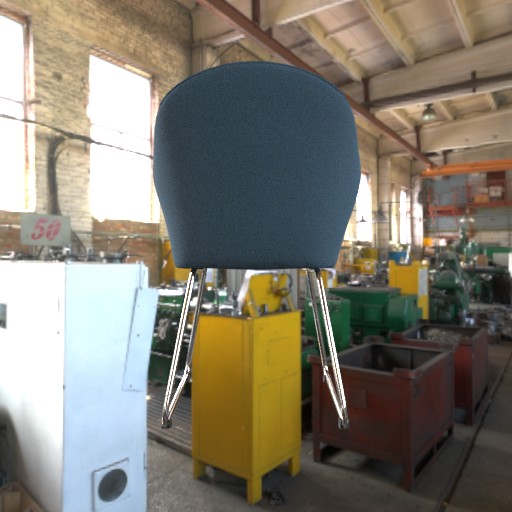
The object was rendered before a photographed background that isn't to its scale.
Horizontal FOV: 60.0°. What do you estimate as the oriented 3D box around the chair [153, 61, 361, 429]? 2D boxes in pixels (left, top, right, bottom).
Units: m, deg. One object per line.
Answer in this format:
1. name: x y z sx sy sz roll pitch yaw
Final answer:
1. chair: 0.000 0.000 1.210 0.570 0.815 0.585 0 0 1
